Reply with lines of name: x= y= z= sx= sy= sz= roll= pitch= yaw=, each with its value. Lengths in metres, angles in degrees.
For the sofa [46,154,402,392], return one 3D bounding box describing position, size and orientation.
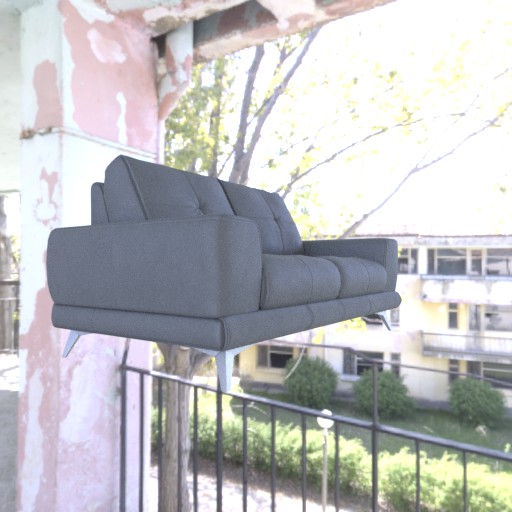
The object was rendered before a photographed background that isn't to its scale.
sofa: x=0.000 y=0.000 z=2.356 sx=1.018 sy=0.907 sz=1.806 roll=-1 pitch=-1 yaw=35
